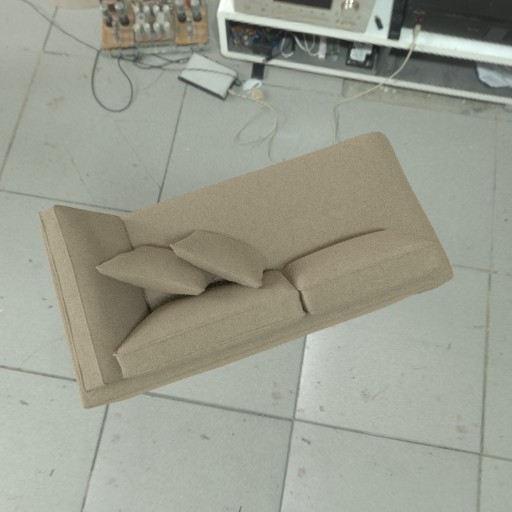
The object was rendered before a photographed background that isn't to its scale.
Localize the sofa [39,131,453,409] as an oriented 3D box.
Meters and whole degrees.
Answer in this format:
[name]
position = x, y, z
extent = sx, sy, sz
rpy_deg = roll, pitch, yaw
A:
[sofa]
position = 0.000, 0.000, 2.746
extent = 2.237, 1.033, 1.110
rpy_deg = -19, 77, -5
